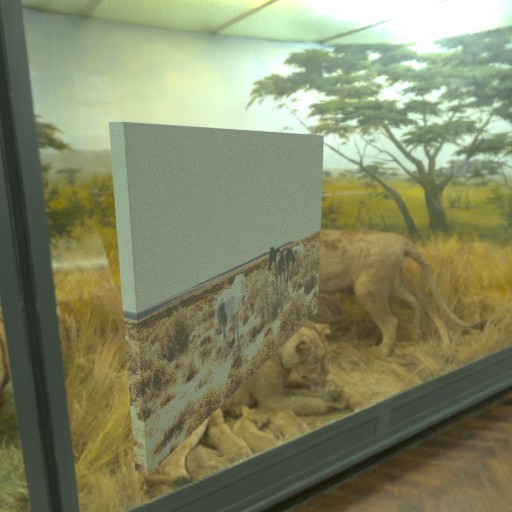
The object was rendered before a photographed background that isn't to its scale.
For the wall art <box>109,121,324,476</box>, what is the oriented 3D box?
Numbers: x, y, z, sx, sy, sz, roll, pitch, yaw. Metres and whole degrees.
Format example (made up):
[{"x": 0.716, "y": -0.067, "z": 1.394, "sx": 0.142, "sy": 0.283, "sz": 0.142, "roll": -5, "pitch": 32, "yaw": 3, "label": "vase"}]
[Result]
[{"x": 0.000, "y": 0.000, "z": 1.871, "sx": 0.051, "sy": 1.016, "sz": 1.520, "roll": 7, "pitch": 15, "yaw": 26, "label": "wall art"}]
